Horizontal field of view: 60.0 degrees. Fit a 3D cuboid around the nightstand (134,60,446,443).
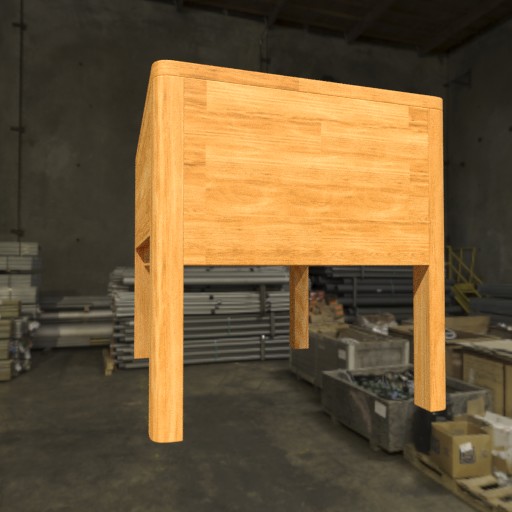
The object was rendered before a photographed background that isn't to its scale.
[{"bbox_3d":[0.000,0.000,0.871,0.440,0.470,0.560,0,-1,-17],"label":"nightstand"}]
